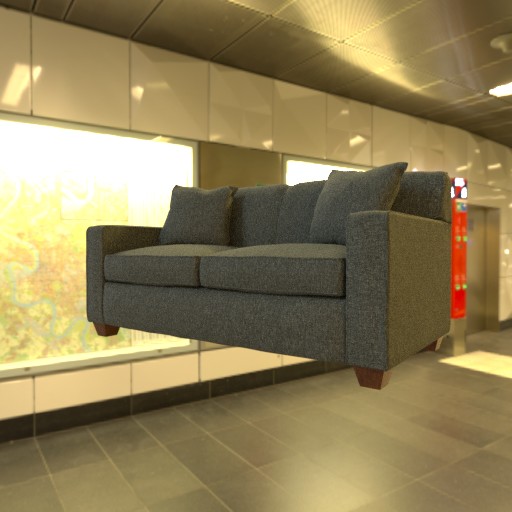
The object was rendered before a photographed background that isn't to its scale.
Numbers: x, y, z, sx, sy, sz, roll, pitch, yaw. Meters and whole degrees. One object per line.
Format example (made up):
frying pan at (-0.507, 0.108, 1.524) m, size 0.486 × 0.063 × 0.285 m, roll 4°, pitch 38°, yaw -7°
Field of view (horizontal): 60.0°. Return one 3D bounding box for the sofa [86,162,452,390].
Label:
sofa at (0.000, 0.000, 2.463) m, size 1.846 × 0.958 × 0.998 m, roll 1°, pitch 1°, yaw 36°
